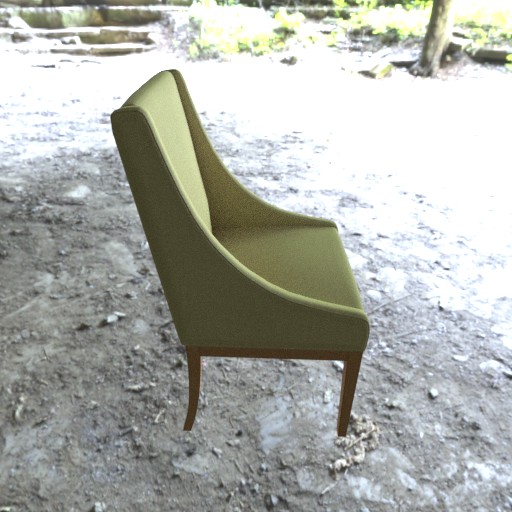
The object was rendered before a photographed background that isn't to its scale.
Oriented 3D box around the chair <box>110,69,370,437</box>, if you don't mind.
[{"bbox_3d":[0.000,0.000,1.386,0.611,1.021,0.575,0,31,0],"label":"chair"}]
